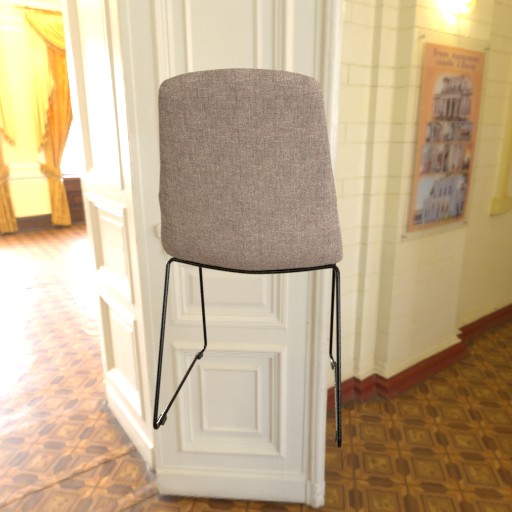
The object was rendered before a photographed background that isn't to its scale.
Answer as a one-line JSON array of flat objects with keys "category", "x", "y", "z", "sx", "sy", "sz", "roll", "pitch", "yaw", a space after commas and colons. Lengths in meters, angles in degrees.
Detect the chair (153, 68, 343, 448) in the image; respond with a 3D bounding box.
[{"category": "chair", "x": 0.000, "y": 0.000, "z": 1.167, "sx": 0.479, "sy": 0.858, "sz": 0.518, "roll": 2, "pitch": 16, "yaw": 8}]
